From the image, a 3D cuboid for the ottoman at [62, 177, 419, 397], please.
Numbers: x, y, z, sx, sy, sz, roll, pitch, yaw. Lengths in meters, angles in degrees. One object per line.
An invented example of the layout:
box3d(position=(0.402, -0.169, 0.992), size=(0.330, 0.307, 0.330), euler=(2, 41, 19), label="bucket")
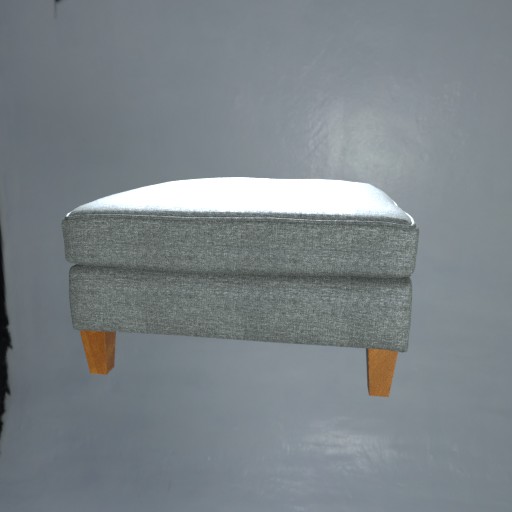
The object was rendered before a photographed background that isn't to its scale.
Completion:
box3d(position=(0.000, 0.000, 1.424), size=(0.838, 0.481, 0.838), euler=(2, 14, 8), label="ottoman")
